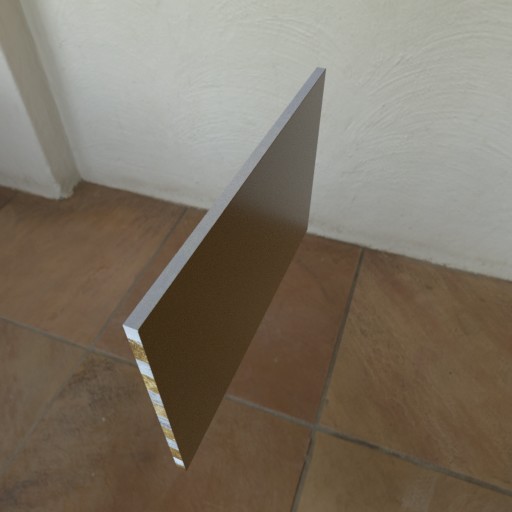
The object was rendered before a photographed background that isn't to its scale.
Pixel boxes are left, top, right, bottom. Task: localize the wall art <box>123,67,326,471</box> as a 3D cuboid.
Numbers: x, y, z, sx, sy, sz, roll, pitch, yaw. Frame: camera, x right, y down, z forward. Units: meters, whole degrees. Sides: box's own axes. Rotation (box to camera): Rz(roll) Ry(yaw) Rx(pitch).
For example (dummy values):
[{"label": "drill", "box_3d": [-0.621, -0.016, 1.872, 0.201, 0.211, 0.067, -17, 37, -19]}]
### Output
[{"label": "wall art", "box_3d": [0.000, 0.000, 1.156, 0.027, 0.610, 0.932, 17, 49, 15]}]
